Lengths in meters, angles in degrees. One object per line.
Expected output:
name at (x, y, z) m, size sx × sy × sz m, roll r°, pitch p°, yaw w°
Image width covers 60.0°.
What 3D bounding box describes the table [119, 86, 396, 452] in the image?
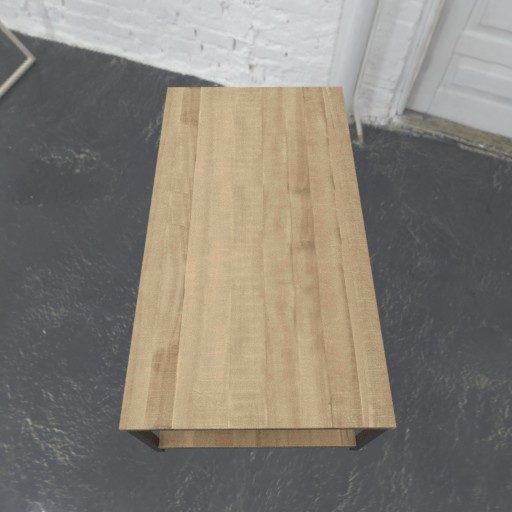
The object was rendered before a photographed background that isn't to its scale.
table at (0.000, 0.000, 1.356) m, size 0.574 × 0.393 × 1.062 m, roll 0°, pitch 59°, yaw 0°
